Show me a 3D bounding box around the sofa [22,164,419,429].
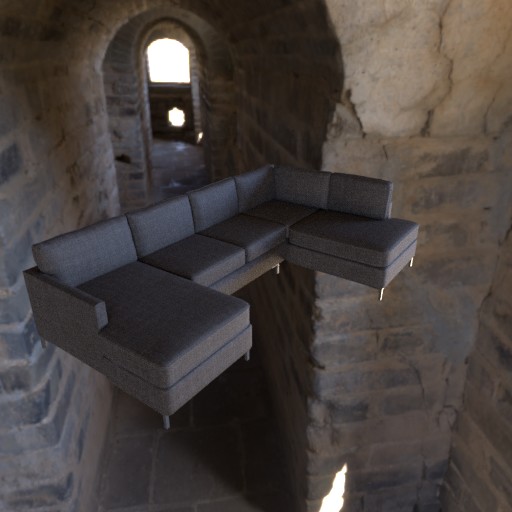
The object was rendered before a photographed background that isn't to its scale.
[{"bbox_3d":[0.000,0.000,4.209,2.048,0.999,3.423,17,30,32],"label":"sofa"}]
